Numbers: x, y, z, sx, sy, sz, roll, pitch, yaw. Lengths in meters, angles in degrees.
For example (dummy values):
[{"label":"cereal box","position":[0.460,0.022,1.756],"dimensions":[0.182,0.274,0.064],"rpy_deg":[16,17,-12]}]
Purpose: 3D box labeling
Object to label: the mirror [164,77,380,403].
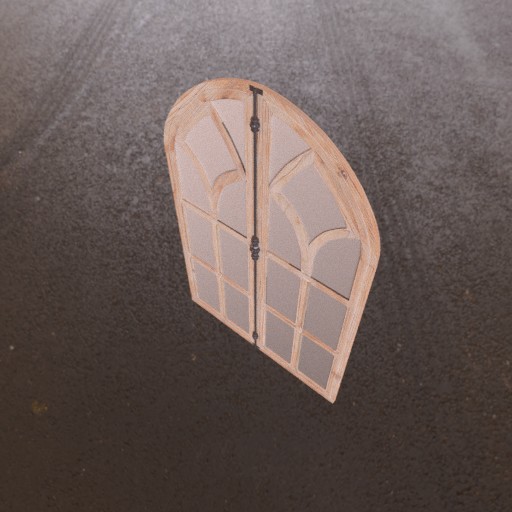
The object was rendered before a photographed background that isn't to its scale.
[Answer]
[{"label":"mirror","position":[0.000,0.000,1.141],"dimensions":[0.609,0.915,0.032],"rpy_deg":[32,56,25]}]
